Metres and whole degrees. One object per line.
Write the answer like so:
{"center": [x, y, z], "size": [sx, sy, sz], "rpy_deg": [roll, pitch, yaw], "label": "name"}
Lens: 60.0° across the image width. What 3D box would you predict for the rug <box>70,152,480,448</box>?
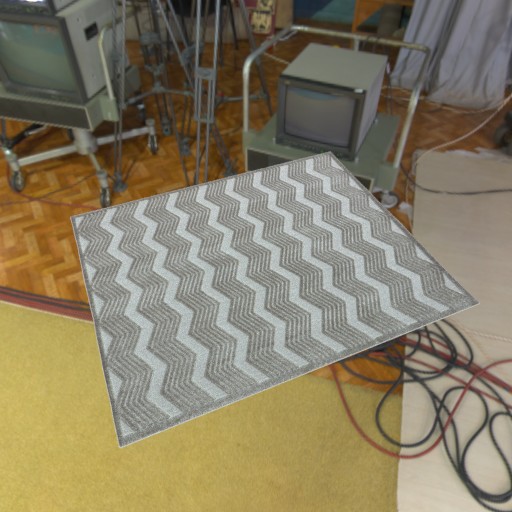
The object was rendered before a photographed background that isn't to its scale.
{"center": [0.000, 0.000, 3.913], "size": [2.880, 0.005, 2.391], "rpy_deg": [-17, 48, -16], "label": "rug"}
